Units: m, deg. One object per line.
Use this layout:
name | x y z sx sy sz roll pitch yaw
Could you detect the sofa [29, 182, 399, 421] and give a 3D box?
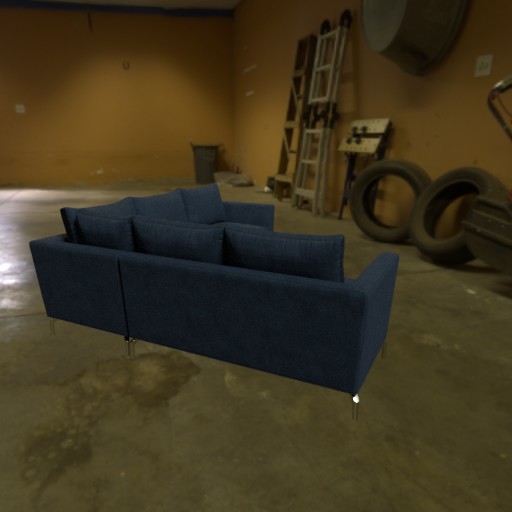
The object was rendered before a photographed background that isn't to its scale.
sofa | 0.000 0.000 3.802 2.472 0.988 2.463 7 17 26
